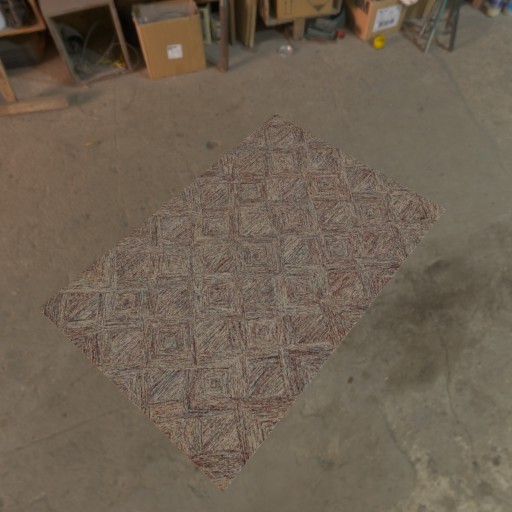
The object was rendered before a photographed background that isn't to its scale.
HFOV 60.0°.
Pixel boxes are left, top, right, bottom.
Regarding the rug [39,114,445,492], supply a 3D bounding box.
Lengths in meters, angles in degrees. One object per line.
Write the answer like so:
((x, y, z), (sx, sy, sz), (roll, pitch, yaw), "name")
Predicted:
((0.000, 0.000, 2.889), (1.523, 0.019, 2.285), (36, 64, 20), "rug")
